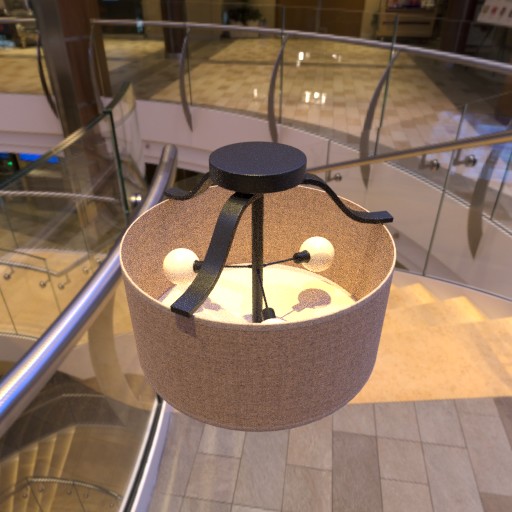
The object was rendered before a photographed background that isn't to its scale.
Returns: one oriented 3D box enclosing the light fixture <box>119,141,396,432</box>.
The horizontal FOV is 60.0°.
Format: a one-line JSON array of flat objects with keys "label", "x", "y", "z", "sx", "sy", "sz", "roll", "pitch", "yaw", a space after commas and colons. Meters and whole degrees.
[{"label": "light fixture", "x": 0.000, "y": 0.000, "z": 0.653, "sx": 0.390, "sy": 0.306, "sz": 0.390, "roll": 0, "pitch": 32, "yaw": 0}]
